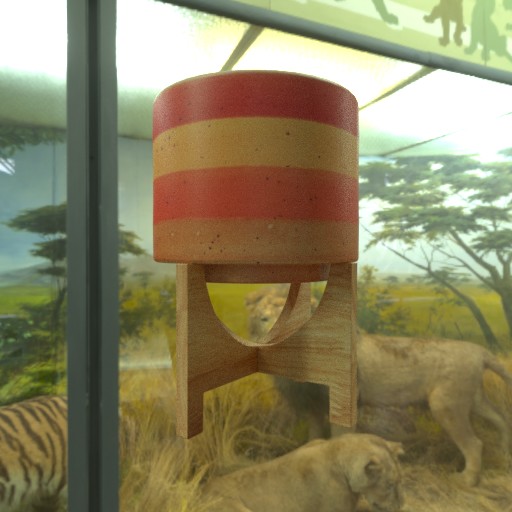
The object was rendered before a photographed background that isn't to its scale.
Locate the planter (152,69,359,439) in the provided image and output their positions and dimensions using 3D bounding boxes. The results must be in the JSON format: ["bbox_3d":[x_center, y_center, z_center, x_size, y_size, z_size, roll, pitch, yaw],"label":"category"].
[{"bbox_3d":[0.000,0.000,0.571,0.269,0.379,0.269,0,1,0],"label":"planter"}]
